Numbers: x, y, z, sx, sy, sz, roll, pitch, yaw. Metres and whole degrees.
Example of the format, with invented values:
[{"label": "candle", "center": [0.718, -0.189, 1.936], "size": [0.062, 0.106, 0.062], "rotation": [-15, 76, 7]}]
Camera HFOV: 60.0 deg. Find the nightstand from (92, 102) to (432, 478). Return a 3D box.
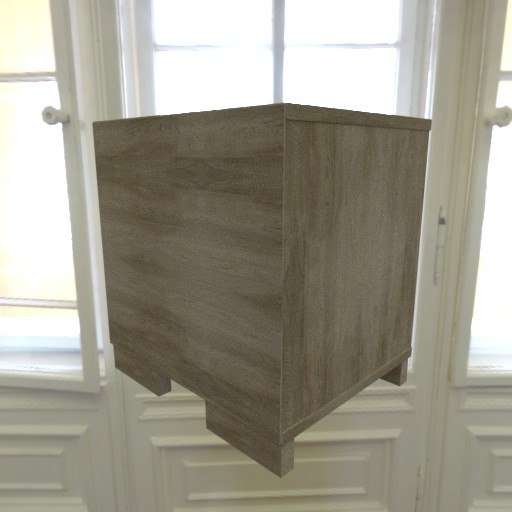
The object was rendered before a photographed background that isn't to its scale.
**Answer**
[{"label": "nightstand", "center": [0.000, 0.000, 0.764], "size": [0.427, 0.448, 0.347], "rotation": [13, 18, 43]}]
